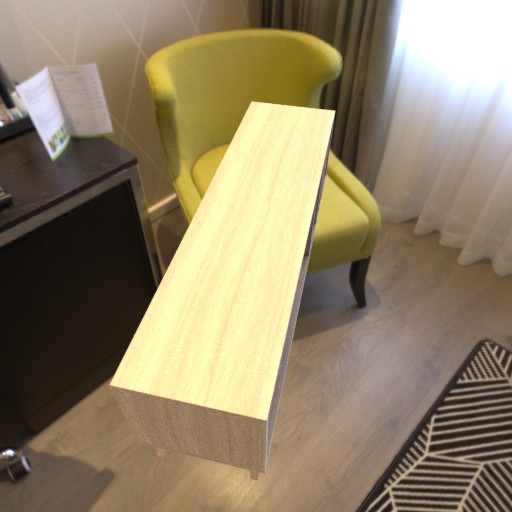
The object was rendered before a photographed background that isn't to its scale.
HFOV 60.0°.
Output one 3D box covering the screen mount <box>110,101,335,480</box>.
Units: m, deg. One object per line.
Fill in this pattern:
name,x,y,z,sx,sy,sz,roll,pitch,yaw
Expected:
screen mount,0.000,0.000,1.749,0.401,0.509,1.500,9,47,9
